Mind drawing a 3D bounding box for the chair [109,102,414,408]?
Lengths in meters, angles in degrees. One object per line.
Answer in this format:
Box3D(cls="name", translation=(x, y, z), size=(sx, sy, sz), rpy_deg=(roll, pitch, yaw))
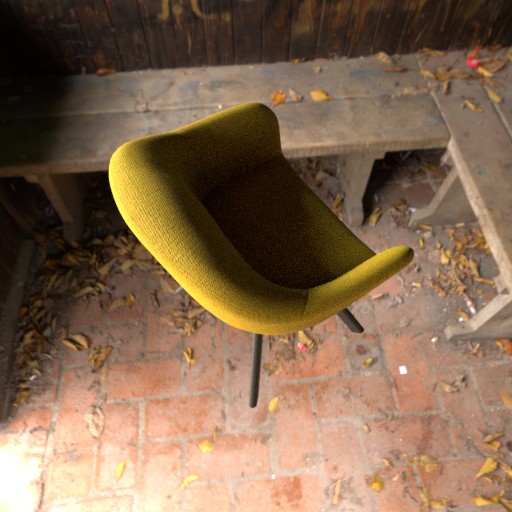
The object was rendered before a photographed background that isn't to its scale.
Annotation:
Box3D(cls="chair", translation=(0.000, 0.000, 1.169), size=(0.550, 0.795, 0.590), rpy_deg=(-30, 63, -17))
